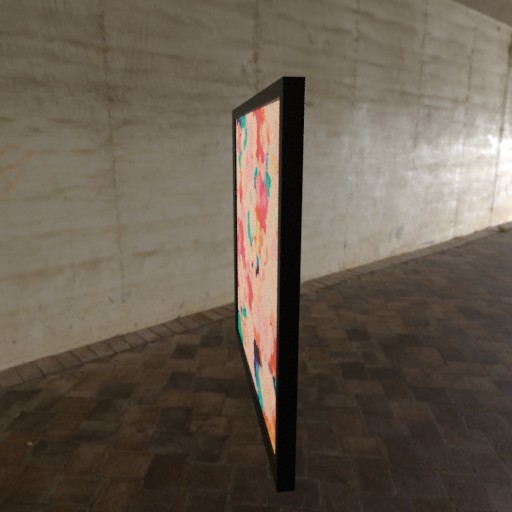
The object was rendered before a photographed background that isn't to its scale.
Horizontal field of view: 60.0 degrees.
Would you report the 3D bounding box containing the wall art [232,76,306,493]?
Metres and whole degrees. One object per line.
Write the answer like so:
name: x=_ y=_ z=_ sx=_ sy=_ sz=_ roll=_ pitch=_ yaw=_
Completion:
wall art: x=0.000 y=0.000 z=1.130 sx=0.036 sy=0.755 sz=0.756 roll=-2 pitch=14 yaw=-9
